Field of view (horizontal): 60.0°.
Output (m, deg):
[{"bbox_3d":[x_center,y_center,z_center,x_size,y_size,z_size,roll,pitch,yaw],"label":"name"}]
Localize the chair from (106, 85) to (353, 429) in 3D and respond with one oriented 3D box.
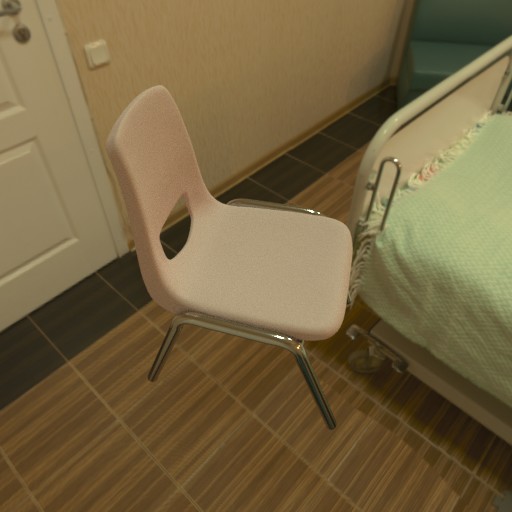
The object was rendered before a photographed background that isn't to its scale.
[{"bbox_3d":[0.000,0.000,0.856,0.423,0.586,0.354,10,47,9],"label":"chair"}]
